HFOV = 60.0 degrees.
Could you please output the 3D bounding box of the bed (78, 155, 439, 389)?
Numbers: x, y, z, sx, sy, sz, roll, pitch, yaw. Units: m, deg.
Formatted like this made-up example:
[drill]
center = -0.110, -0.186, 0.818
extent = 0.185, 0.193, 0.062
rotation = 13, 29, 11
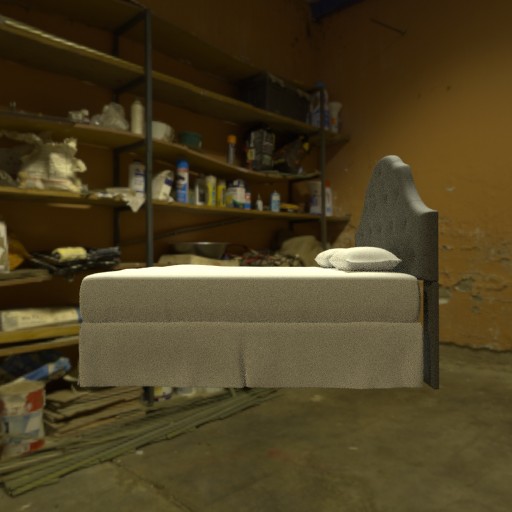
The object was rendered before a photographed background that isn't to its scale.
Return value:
[bed]
center = 0.000, 0.000, 3.644
extent = 2.214, 1.615, 2.008
rotation = 0, 0, 0
